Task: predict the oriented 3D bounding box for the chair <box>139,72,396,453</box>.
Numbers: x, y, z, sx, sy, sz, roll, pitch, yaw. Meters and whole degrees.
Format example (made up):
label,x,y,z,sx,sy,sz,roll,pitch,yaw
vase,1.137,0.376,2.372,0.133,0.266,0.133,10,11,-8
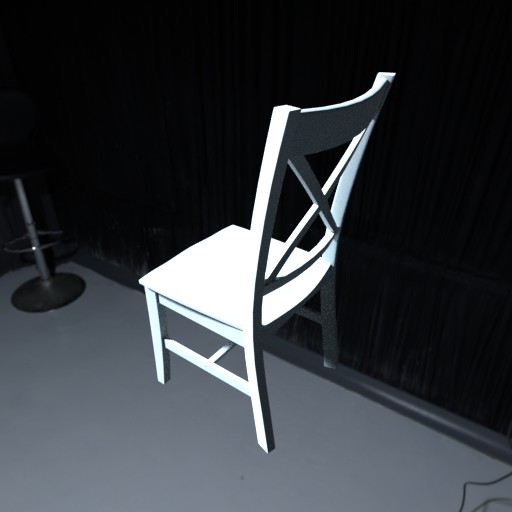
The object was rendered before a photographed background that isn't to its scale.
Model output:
label,x,y,z,sx,sy,sz,roll,pitch,yaw
chair,0.000,0.000,1.295,0.542,0.983,0.485,21,37,30
